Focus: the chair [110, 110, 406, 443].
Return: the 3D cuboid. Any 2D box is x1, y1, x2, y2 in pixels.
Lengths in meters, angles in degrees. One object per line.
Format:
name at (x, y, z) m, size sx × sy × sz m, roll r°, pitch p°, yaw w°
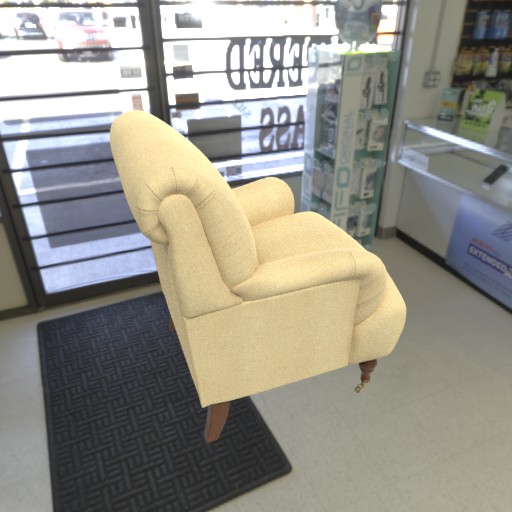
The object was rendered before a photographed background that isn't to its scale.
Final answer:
chair at (0.000, 0.000, 1.571) m, size 0.842 × 0.944 × 0.766 m, roll -10°, pitch 31°, yaw -18°
